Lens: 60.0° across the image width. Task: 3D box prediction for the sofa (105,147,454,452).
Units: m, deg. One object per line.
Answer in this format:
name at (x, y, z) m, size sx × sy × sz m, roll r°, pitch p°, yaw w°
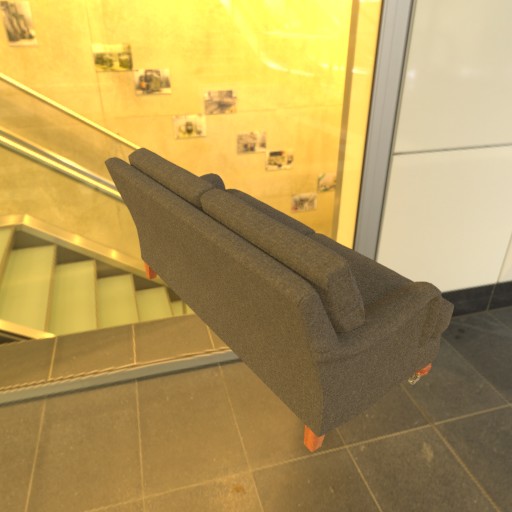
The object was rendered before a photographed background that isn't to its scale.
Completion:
sofa at (0.000, 0.000, 2.784) m, size 1.087 × 1.054 × 2.160 m, roll -19°, pitch 34°, yaw -30°
